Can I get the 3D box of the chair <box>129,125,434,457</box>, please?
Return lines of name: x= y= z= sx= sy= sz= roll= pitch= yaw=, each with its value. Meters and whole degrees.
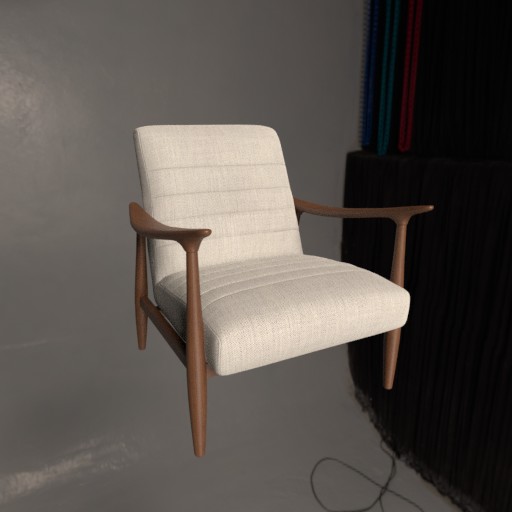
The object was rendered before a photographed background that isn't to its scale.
chair: x=0.000 y=0.000 z=1.437 sx=0.741 sy=0.832 sz=0.798 roll=-8 pitch=17 yaw=-28
